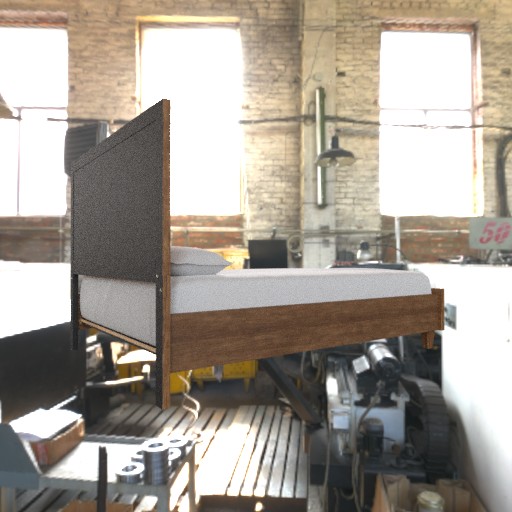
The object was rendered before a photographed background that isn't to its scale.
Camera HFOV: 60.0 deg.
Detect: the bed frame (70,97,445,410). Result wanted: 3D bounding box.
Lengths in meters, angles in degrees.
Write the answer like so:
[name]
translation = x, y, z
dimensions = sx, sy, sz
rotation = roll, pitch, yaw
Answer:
[bed frame]
translation = 0.000, 0.000, 3.360
dimensions = 2.276, 1.417, 1.696
rotation = 0, -1, -36
